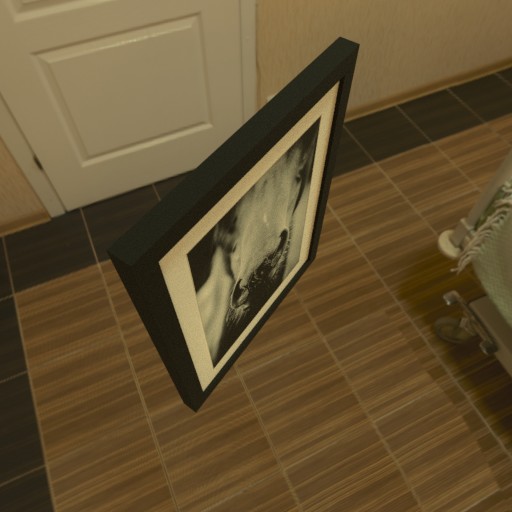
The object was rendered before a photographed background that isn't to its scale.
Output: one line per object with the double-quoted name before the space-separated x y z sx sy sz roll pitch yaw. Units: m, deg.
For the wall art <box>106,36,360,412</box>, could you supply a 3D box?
"wall art" 0.000 0.000 0.764 0.033 0.559 0.457 31 62 19
